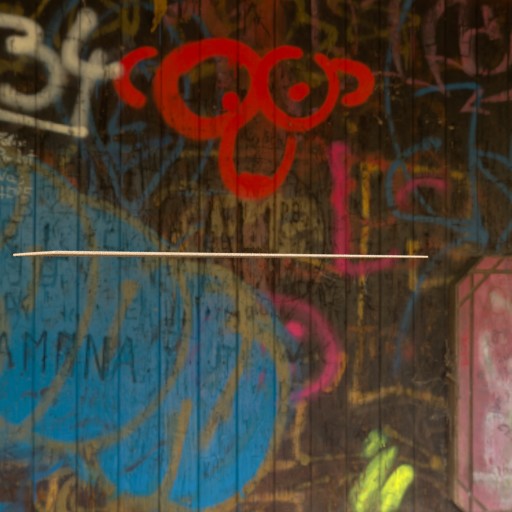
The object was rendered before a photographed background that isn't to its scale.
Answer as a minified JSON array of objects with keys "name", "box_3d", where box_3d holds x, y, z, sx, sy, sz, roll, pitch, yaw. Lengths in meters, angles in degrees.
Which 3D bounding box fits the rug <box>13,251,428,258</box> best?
[{"name":"rug","box_3d":[0.000,0.000,2.628,2.448,0.012,0.769,1,-1,-38]}]
